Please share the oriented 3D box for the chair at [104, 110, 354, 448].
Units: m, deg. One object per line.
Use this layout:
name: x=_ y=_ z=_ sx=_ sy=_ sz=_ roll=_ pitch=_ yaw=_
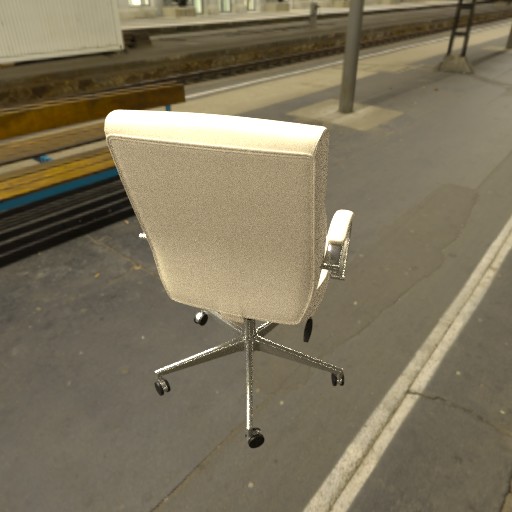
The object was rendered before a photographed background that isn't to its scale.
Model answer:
chair: x=0.000 y=0.000 z=1.565 sx=0.727 sy=1.099 sz=0.745 roll=9 pitch=33 yaw=15
